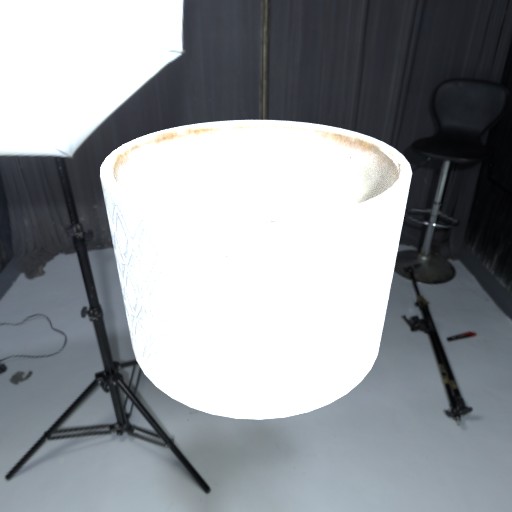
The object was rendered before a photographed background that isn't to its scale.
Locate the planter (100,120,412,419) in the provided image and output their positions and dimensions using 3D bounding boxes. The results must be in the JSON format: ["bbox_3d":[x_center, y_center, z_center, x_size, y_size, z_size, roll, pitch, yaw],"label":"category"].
[{"bbox_3d":[0.000,0.000,0.313,0.186,0.144,0.186,0,31,0],"label":"planter"}]
